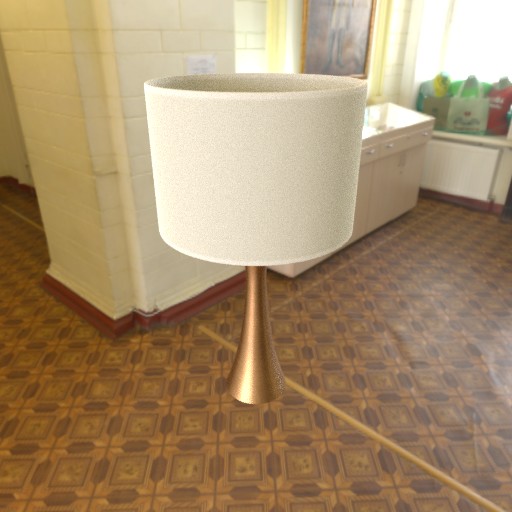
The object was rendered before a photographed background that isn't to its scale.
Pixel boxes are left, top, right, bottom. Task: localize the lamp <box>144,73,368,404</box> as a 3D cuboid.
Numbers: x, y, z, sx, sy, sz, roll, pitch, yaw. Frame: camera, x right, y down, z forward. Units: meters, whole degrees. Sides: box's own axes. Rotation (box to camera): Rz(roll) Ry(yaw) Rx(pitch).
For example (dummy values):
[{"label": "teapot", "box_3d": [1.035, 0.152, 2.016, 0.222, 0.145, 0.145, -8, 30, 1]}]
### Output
[{"label": "lamp", "box_3d": [0.000, 0.000, 0.648, 0.268, 0.479, 0.268, -1, 26, -2]}]
